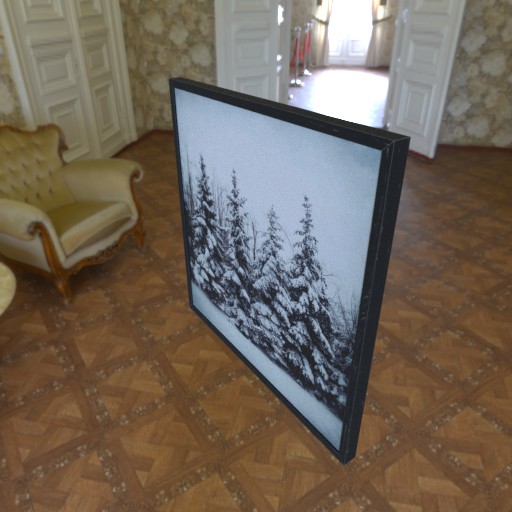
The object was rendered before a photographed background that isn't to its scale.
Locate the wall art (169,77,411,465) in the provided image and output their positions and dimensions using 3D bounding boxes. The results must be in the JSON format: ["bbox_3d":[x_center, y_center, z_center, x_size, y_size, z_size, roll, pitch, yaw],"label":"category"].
[{"bbox_3d":[0.000,0.000,1.123,0.037,0.761,0.761,-19,35,-30],"label":"wall art"}]
